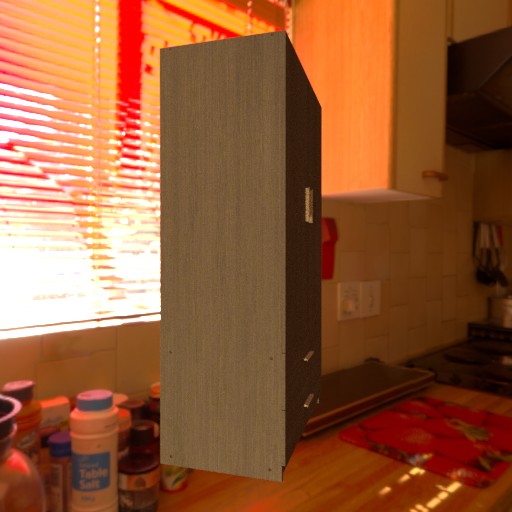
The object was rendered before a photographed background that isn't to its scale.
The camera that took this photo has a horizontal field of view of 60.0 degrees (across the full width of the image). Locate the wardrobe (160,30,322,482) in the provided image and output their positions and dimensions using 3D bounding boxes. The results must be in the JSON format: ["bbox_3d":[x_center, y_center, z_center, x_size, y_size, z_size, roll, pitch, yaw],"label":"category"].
[{"bbox_3d":[0.000,0.000,2.320,0.577,1.808,0.991,0,1,17],"label":"wardrobe"}]
